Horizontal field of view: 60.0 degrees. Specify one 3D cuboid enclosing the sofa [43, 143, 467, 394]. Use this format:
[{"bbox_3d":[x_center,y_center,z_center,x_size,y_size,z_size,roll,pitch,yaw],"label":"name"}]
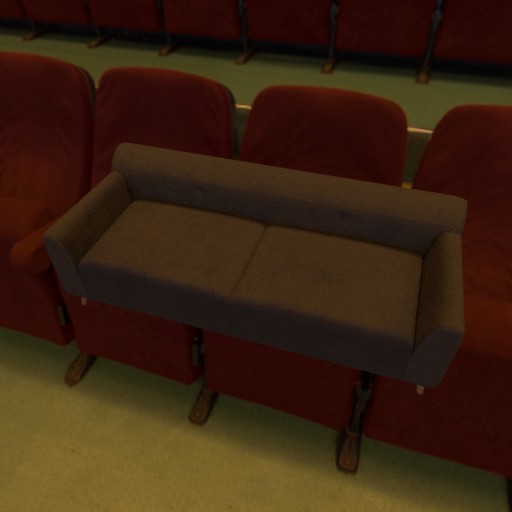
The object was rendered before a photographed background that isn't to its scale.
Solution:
[{"bbox_3d":[0.000,0.000,2.617,2.190,0.740,0.900,12,43,13],"label":"sofa"}]
